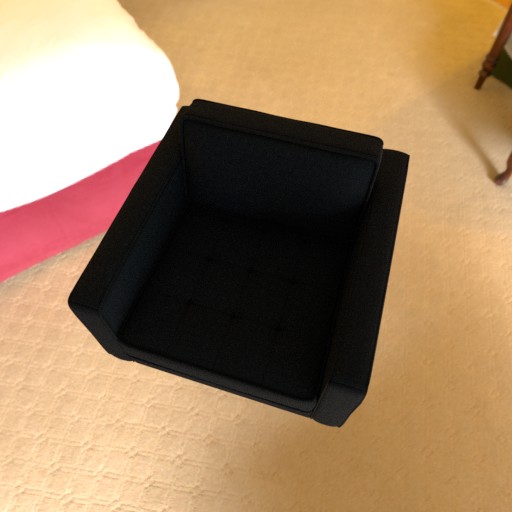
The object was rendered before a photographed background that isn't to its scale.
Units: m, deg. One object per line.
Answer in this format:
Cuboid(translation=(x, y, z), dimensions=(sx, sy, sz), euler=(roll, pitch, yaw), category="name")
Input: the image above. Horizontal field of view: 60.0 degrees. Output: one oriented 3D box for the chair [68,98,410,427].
Cuboid(translation=(0.000, 0.000, 1.596), dimensions=(0.899, 0.770, 0.920), euler=(15, 60, 9), category="chair")
